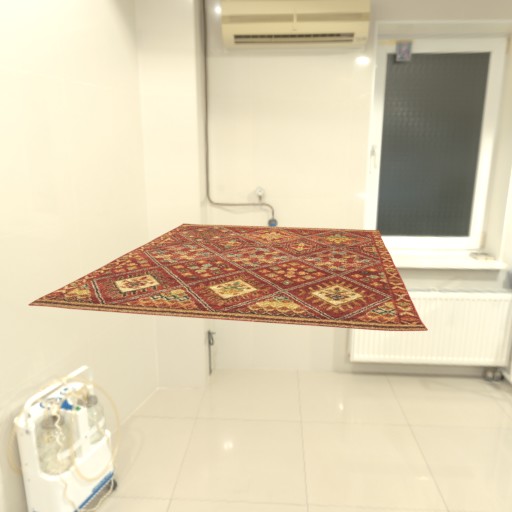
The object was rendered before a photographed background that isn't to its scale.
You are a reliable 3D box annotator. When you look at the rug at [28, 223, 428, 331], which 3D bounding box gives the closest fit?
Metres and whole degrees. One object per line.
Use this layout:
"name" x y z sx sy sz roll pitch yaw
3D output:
"rug" 0.000 0.000 4.144 2.489 0.030 3.086 2 14 10
